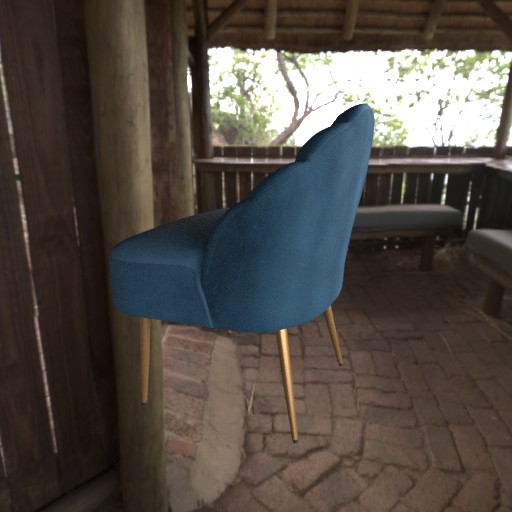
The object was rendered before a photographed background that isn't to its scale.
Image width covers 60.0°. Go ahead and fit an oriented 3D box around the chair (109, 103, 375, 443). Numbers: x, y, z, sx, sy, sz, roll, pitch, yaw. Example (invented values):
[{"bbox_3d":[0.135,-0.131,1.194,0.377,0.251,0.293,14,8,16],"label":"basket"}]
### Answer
[{"bbox_3d":[0.000,0.000,1.275,0.599,0.819,0.657,8,18,25],"label":"chair"}]
